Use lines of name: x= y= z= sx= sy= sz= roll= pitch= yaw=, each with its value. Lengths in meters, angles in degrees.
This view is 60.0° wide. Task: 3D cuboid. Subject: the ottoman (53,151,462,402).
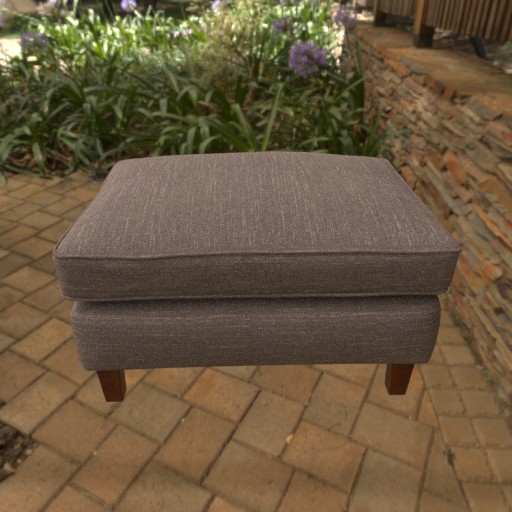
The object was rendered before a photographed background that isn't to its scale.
ottoman: x=0.000 y=0.000 z=0.979 sx=0.686 sy=0.406 sz=0.508 roll=-1 pitch=31 yaw=-1
